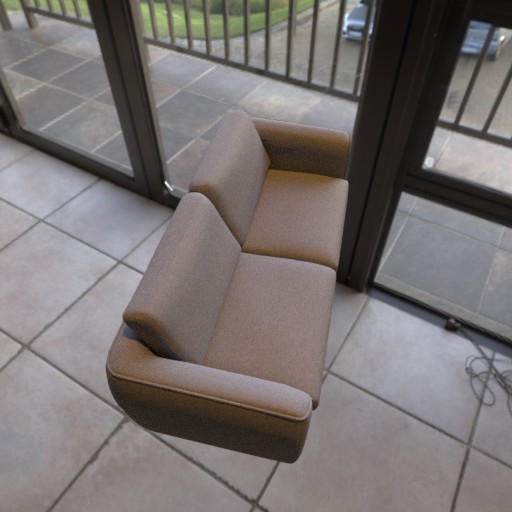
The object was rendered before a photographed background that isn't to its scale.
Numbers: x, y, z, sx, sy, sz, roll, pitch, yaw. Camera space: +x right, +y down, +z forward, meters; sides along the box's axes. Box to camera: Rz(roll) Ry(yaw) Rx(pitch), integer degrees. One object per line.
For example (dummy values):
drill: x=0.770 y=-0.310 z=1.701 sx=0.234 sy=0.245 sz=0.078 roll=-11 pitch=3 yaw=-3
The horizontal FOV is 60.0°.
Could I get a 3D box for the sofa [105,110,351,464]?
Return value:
sofa: x=0.000 y=0.000 z=2.530 sx=0.920 sy=0.870 sz=2.000 roll=10 pitch=49 yaw=8
